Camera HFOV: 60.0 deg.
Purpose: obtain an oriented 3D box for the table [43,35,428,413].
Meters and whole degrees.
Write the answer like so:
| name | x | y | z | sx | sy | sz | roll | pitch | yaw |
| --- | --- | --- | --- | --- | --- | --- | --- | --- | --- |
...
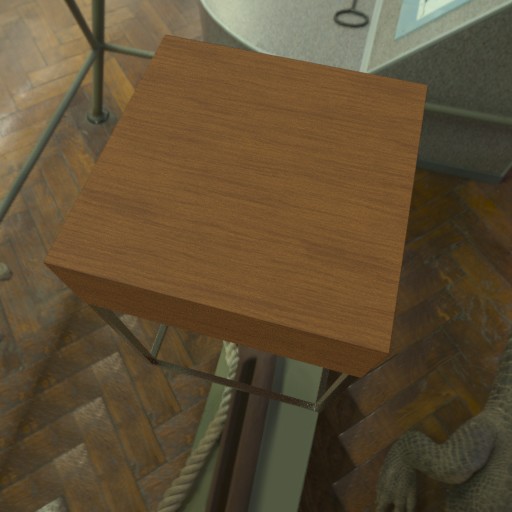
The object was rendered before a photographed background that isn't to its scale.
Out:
| name | x | y | z | sx | sy | sz | roll | pitch | yaw |
| --- | --- | --- | --- | --- | --- | --- | --- | --- | --- |
| table | 0.000 | 0.000 | 0.811 | 0.397 | 0.540 | 0.398 | 14 | 65 | 7 |
